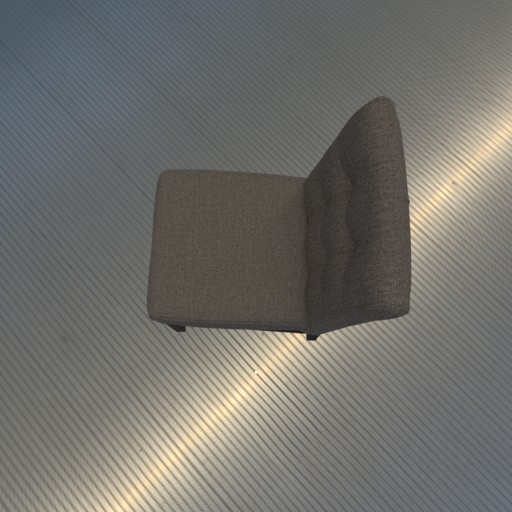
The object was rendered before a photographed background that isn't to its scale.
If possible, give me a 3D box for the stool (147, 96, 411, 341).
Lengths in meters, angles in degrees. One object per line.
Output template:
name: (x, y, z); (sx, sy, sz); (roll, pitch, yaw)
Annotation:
stool: (0.000, 0.000, 1.219); (0.571, 0.885, 0.427); (1, 75, 0)
